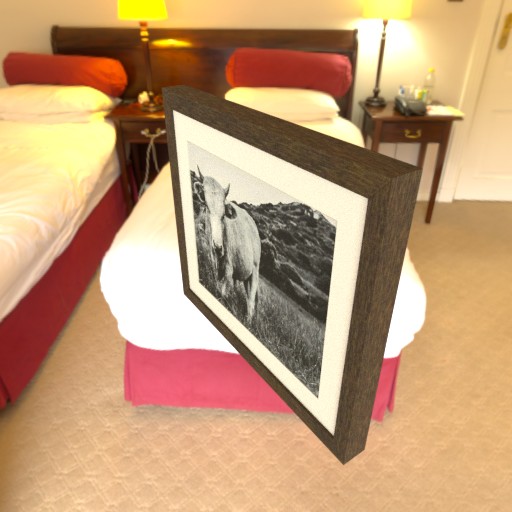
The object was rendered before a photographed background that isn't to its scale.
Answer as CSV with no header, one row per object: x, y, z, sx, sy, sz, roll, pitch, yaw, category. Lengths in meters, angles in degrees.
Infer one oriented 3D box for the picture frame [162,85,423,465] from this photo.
0.000,0.000,0.534,0.033,0.330,0.378,-20,37,-29,picture frame
